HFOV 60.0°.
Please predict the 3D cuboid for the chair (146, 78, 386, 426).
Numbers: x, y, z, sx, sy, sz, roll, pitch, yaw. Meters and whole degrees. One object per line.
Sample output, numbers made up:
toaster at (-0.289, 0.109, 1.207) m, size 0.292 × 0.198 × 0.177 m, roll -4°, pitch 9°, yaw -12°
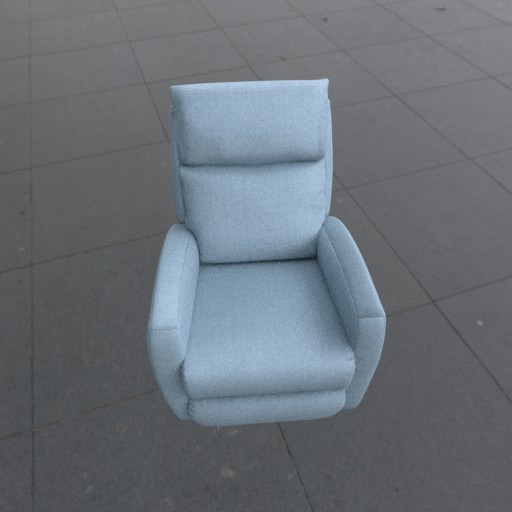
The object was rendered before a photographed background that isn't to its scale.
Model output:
chair at (0.000, 0.000, 1.699) m, size 0.812 × 1.013 × 0.940 m, roll -3°, pitch 47°, yaw -3°
